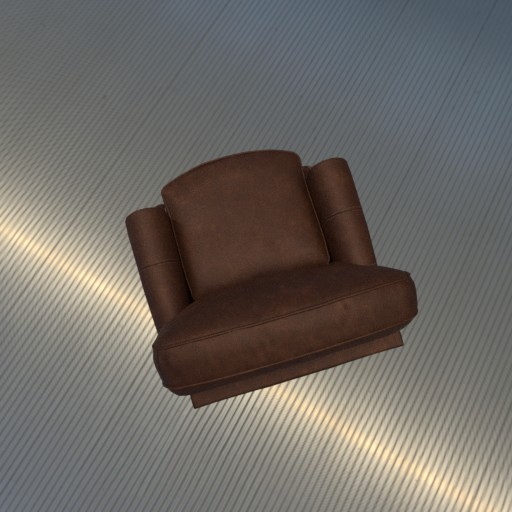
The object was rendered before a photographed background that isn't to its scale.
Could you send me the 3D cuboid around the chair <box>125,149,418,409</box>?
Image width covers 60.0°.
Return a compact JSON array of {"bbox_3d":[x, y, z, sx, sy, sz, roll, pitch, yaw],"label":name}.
[{"bbox_3d":[0.000,0.000,1.803,0.936,1.018,0.986,-16,76,-4],"label":"chair"}]
